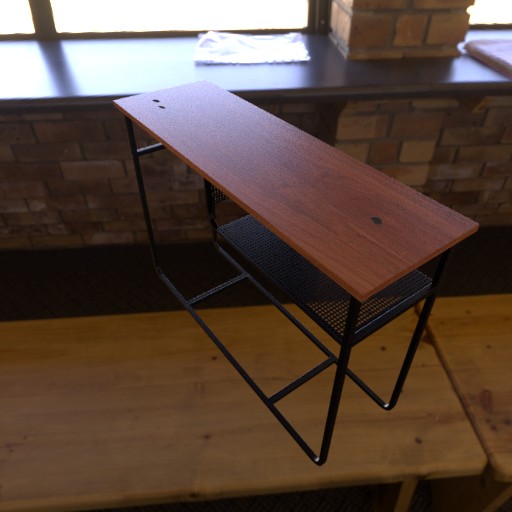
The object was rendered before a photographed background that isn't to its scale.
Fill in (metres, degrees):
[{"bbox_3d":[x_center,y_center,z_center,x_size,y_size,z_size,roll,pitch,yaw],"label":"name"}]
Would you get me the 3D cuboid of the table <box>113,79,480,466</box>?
[{"bbox_3d":[0.000,0.000,1.426,0.350,0.750,1.100,-25,46,-27],"label":"table"}]
